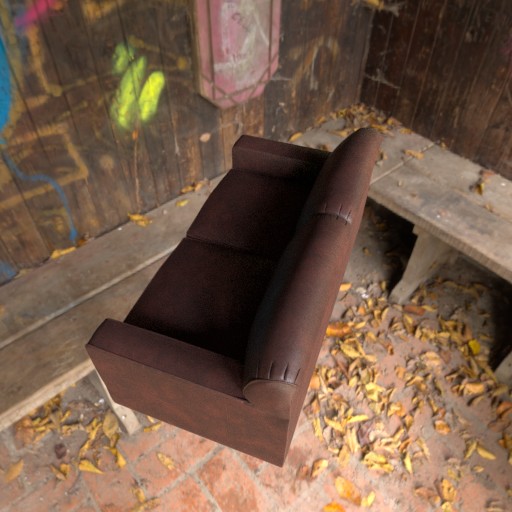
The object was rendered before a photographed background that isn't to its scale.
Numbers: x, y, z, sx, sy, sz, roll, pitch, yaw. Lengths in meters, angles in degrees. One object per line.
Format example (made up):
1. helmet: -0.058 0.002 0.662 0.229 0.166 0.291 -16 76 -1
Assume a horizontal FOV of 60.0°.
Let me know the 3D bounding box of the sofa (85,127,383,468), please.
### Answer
1. sofa: 0.000 0.000 2.517 1.000 0.966 1.856 15 48 14
